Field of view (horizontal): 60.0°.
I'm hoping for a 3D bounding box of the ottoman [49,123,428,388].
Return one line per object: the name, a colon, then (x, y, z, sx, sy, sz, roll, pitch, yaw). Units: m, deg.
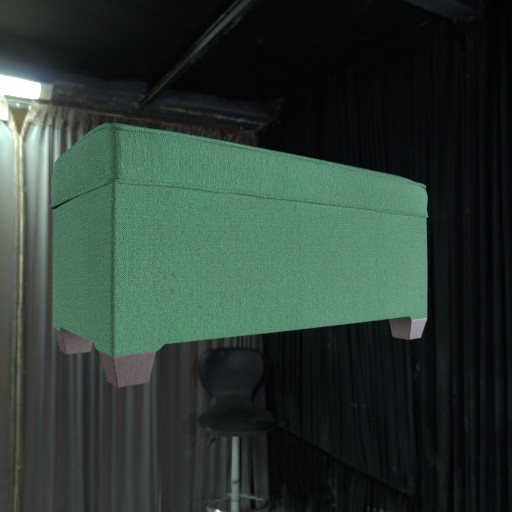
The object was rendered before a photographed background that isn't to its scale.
ottoman: (0.000, 0.000, 1.187, 0.957, 0.471, 0.483, 1, -2, -36)
